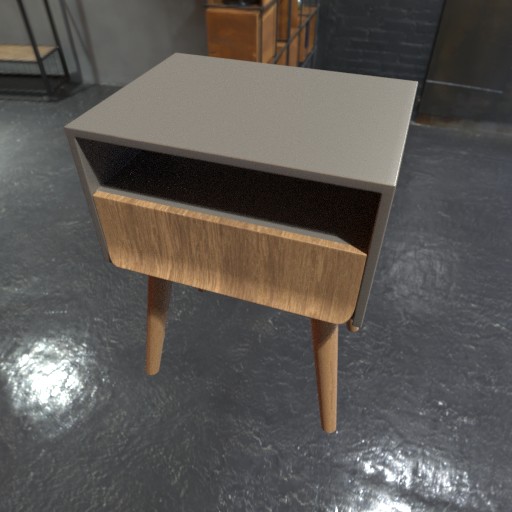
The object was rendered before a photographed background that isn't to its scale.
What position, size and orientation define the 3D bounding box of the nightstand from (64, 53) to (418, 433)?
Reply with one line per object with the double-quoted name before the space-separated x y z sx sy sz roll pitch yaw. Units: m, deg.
"nightstand" 0.000 0.000 0.720 0.370 0.508 0.288 13 43 14
